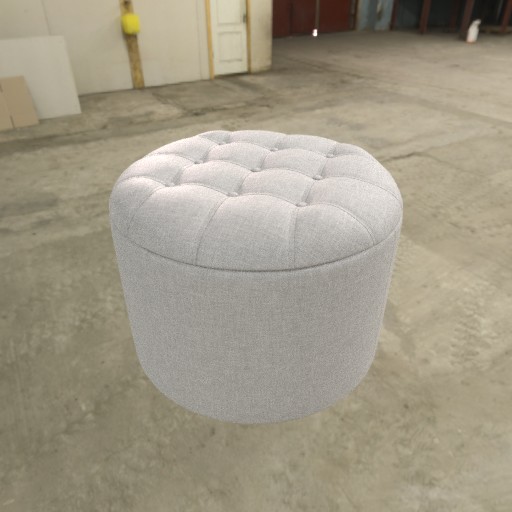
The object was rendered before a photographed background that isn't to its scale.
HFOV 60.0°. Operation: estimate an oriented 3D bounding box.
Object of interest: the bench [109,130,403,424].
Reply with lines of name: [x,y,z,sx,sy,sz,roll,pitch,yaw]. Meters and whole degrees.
bench: [0.000,0.000,1.016,0.600,0.453,0.600,0,32,0]
